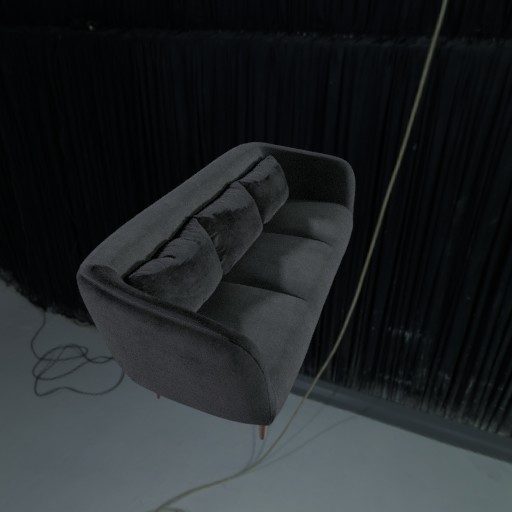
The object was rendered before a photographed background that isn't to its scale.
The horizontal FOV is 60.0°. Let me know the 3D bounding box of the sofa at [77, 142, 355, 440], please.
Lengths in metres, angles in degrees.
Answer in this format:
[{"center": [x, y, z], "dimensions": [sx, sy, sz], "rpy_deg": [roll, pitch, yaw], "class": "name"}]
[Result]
[{"center": [0.000, 0.000, 2.757], "dimensions": [0.956, 0.875, 2.296], "rpy_deg": [10, 32, 17], "class": "sofa"}]
